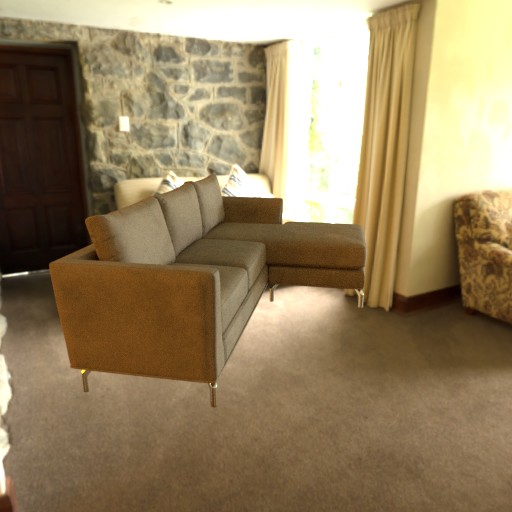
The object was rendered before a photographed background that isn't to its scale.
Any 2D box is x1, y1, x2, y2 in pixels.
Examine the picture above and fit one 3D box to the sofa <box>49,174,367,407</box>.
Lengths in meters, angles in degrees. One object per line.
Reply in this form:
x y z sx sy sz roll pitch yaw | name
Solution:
0.000 0.000 3.246 1.622 0.987 2.438 3 16 11 | sofa
